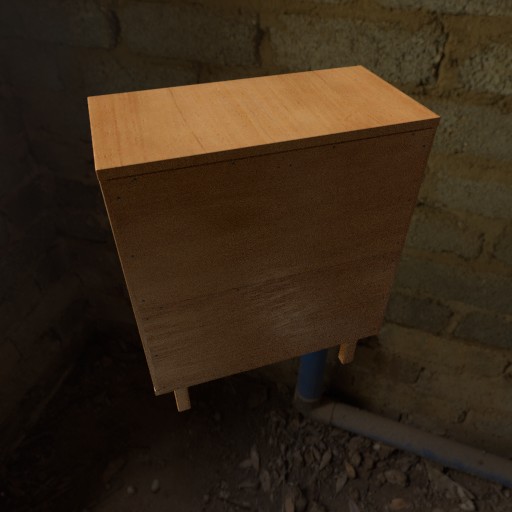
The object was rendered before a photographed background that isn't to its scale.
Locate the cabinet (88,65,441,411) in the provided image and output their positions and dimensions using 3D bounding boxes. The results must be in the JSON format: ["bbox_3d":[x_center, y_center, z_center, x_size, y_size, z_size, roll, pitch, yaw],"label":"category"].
[{"bbox_3d":[0.000,0.000,1.442,0.800,1.001,0.419,-12,42,-14],"label":"cabinet"}]
